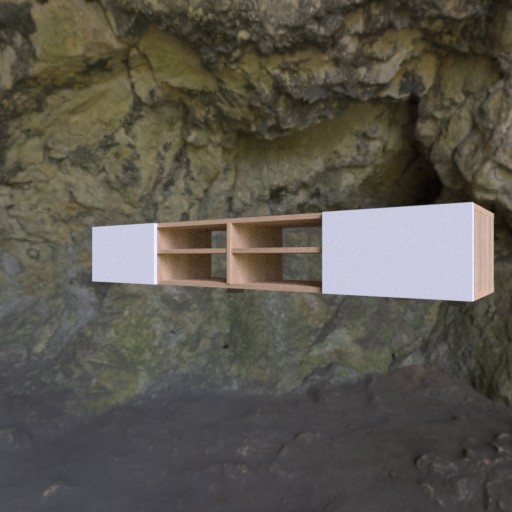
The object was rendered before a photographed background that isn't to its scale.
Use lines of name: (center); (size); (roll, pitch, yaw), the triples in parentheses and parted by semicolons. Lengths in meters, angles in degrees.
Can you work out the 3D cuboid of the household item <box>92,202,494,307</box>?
household item: (0.000, 0.000, 1.997); (1.850, 0.310, 0.420); (0, 0, 36)
